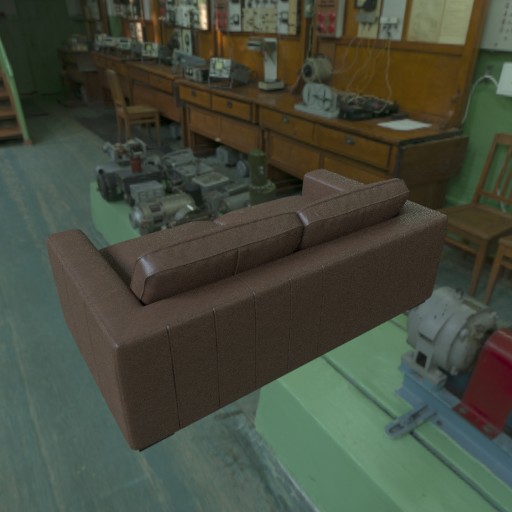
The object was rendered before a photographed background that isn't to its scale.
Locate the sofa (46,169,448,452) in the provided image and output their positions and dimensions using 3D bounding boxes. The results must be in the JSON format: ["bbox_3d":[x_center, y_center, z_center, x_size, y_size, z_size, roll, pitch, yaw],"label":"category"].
[{"bbox_3d":[0.000,0.000,2.432,1.920,0.800,1.070,-19,34,-30],"label":"sofa"}]
